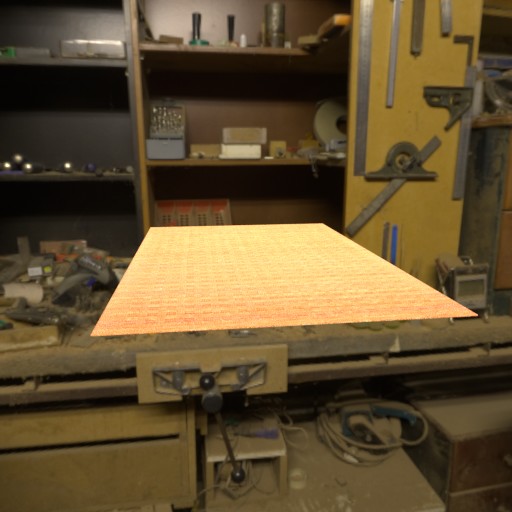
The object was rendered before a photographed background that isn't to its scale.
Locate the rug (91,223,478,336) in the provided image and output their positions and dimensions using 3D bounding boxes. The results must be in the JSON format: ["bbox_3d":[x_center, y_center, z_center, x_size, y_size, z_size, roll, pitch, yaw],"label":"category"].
[{"bbox_3d":[0.000,0.000,2.815,1.524,0.006,2.285,-2,14,-7],"label":"rug"}]
